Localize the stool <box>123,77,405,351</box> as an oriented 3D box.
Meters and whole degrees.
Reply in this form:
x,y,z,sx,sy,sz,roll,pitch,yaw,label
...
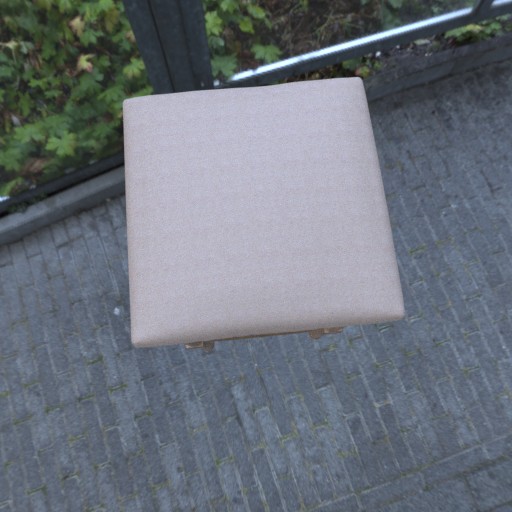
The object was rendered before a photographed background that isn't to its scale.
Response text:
x,y,z,sx,sy,sz,roll,pitch,yaw,label
0.000,0.000,0.970,0.382,0.768,0.383,-6,76,-1,stool
